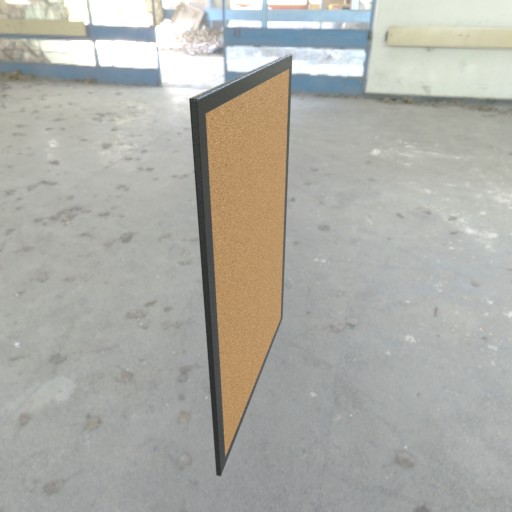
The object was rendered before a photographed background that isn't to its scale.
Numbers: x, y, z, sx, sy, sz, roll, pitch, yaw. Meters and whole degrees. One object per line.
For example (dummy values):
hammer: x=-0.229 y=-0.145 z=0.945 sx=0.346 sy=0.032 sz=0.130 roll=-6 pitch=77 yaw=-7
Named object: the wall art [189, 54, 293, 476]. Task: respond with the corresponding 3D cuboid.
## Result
wall art: x=0.000 y=0.000 z=1.239 sx=0.013 sy=0.967 sz=0.707 roll=8 pitch=31 yaw=14
